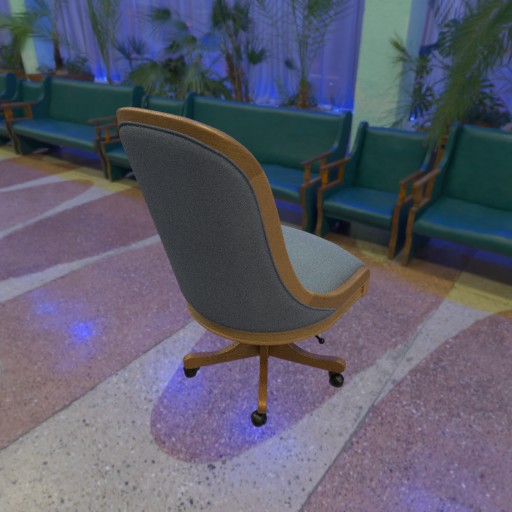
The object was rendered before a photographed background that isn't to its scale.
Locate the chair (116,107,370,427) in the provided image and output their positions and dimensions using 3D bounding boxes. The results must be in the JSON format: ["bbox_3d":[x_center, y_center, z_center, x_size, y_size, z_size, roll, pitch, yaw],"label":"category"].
[{"bbox_3d":[0.000,0.000,1.457,0.605,1.031,0.735,21,35,33],"label":"chair"}]
